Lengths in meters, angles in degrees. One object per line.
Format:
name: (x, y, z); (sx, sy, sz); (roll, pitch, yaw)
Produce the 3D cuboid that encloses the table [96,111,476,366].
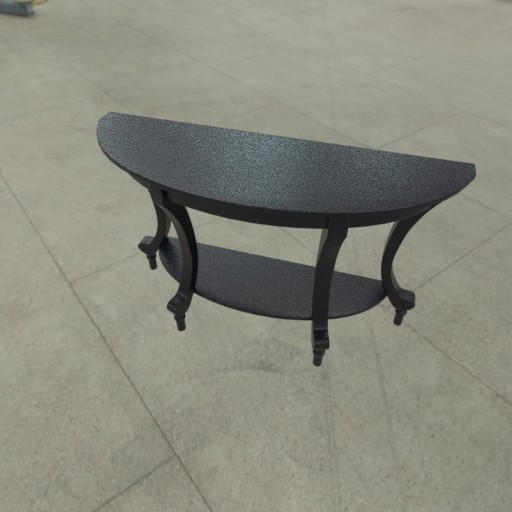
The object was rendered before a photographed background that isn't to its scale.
table: (0.000, 0.000, 1.496); (1.198, 0.692, 0.394); (12, 43, 13)
